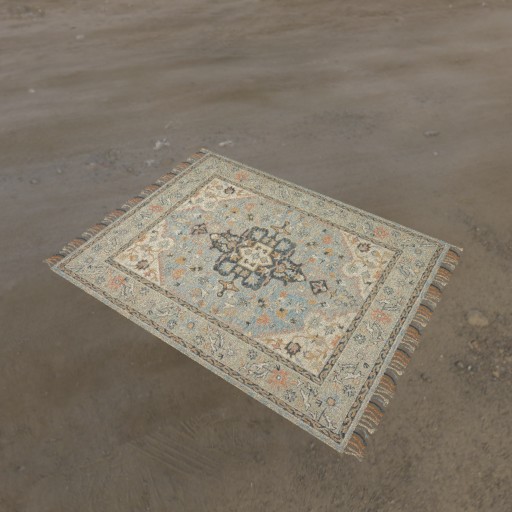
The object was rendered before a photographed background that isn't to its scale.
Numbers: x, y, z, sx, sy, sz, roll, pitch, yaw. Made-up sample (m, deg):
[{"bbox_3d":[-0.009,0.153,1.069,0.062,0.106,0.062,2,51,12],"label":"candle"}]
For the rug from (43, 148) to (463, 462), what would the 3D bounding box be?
[{"bbox_3d":[0.000,0.000,2.244,1.730,0.009,1.278,26,51,23],"label":"rug"}]
